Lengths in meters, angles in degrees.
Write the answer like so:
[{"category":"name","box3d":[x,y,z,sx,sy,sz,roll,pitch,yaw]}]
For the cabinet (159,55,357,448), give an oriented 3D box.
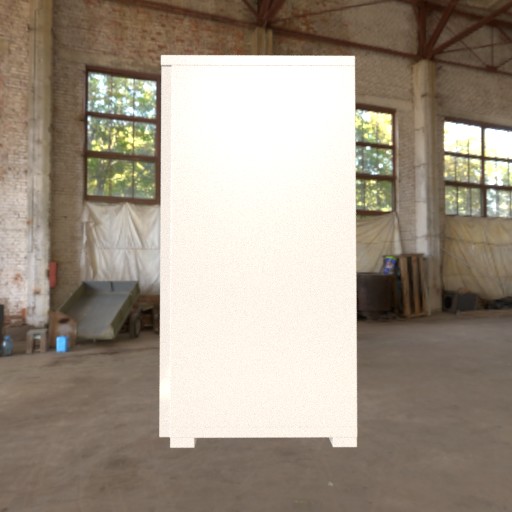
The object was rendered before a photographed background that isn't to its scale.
[{"category":"cabinet","box3d":[0.000,0.000,1.402,0.400,0.800,1.000,0,-2,-1]}]
